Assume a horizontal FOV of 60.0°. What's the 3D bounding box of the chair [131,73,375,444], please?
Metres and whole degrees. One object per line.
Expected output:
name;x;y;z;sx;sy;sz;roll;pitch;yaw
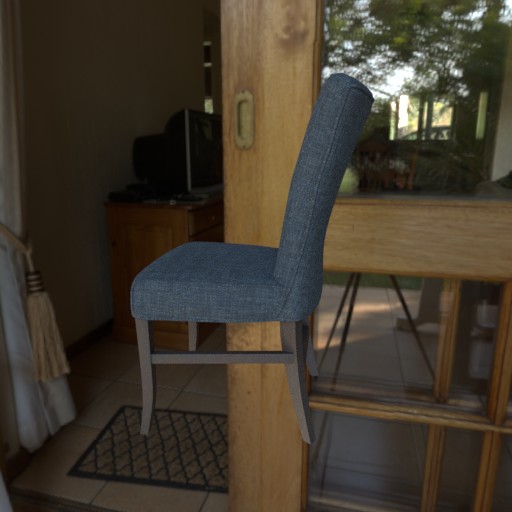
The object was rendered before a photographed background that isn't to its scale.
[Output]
chair;0.000;0.000;1.382;0.660;0.991;0.520;2;14;9
